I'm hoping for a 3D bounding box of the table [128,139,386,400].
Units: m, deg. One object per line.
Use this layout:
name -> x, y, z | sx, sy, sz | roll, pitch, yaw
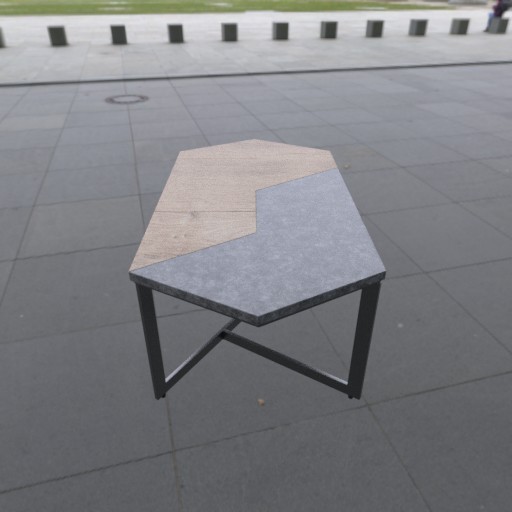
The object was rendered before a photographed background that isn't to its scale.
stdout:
table -> 0.000, 0.000, 1.541 | 0.609, 0.457, 1.219 | 0, 31, 0
